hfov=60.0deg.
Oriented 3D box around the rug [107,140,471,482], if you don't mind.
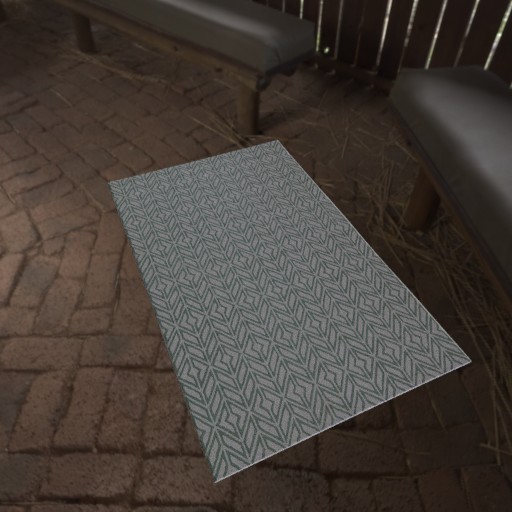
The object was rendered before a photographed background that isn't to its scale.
[{"bbox_3d":[0.000,0.000,2.995,1.517,0.011,2.435,-18,49,-16],"label":"rug"}]
